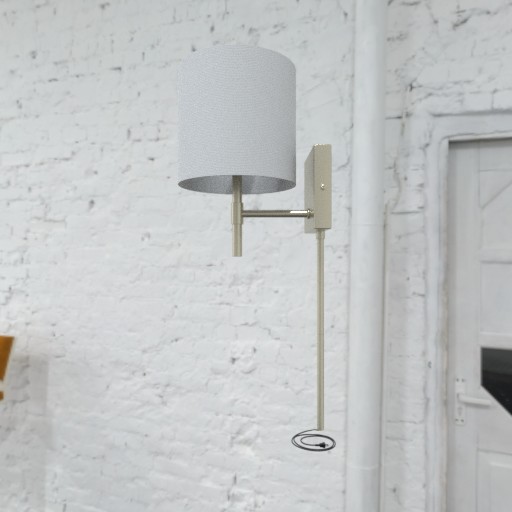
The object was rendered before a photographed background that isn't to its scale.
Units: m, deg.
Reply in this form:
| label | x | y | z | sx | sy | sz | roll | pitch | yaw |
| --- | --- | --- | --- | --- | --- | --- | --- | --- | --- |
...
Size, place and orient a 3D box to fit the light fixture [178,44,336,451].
| label | x | y | z | sx | sy | sz | roll | pitch | yaw |
| --- | --- | --- | --- | --- | --- | --- | --- | --- | --- |
| light fixture | 0.000 | 0.000 | 0.711 | 0.248 | 0.589 | 0.188 | 0 | 0 | 0 |
